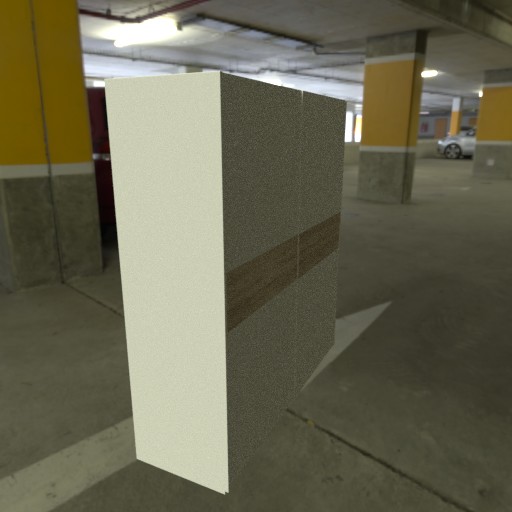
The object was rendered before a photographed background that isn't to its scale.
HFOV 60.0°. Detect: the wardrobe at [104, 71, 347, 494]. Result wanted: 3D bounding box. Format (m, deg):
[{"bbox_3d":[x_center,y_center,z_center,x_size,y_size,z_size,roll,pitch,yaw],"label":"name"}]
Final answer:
[{"bbox_3d":[0.000,0.000,2.908,0.600,2.020,1.830,8,17,25],"label":"wardrobe"}]
